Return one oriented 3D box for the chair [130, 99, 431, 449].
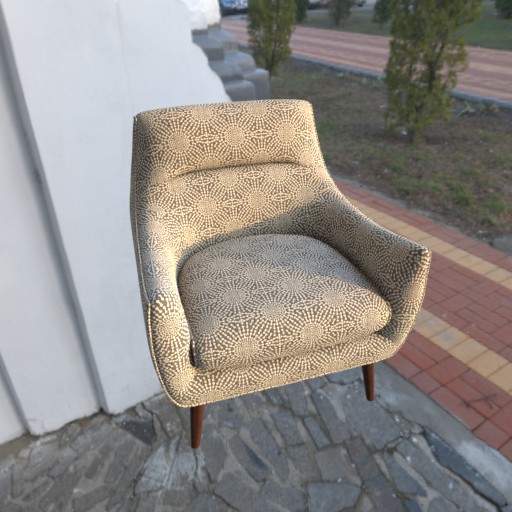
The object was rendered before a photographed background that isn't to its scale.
[{"bbox_3d":[0.000,0.000,1.458,0.762,0.838,0.787,-9,33,-15],"label":"chair"}]
